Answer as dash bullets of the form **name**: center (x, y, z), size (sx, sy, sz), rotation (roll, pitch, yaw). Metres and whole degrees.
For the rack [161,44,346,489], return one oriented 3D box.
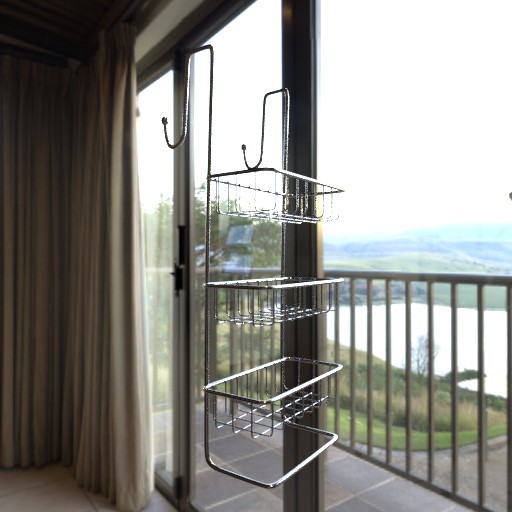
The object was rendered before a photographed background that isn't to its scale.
- **rack**: center (0.000, 0.000, 0.673), size (0.202, 0.574, 0.228), rotation (0, 0, 35)
